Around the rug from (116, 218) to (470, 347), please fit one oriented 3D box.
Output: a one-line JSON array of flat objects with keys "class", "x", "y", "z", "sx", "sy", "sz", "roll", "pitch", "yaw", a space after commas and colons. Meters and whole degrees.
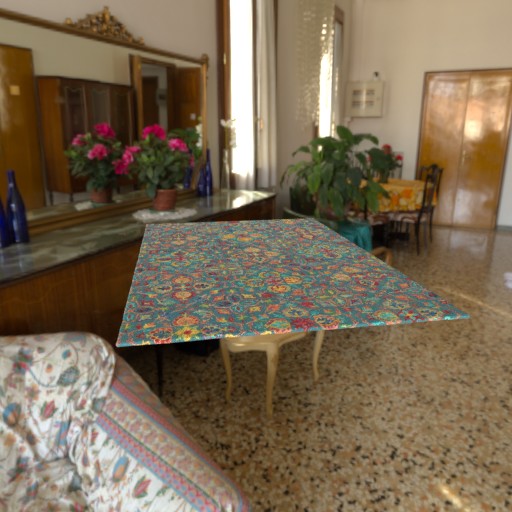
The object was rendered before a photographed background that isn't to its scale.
[{"class": "rug", "x": 0.000, "y": 0.000, "z": 2.337, "sx": 1.216, "sy": 0.014, "sz": 1.836, "roll": -3, "pitch": 16, "yaw": -10}]
